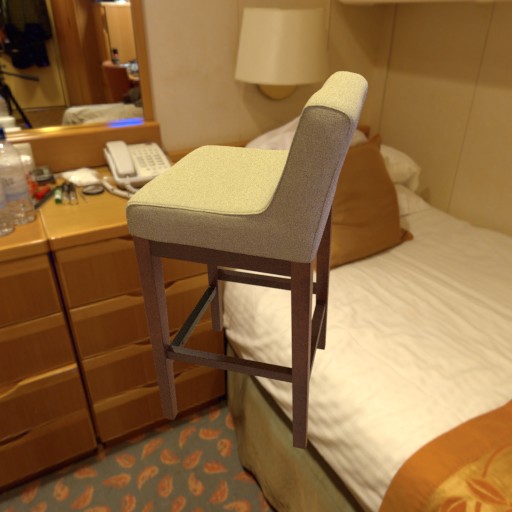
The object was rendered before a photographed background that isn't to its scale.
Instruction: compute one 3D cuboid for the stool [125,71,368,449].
[{"bbox_3d":[0.000,0.000,1.250,0.500,0.937,0.511,7,30,13],"label":"stool"}]
